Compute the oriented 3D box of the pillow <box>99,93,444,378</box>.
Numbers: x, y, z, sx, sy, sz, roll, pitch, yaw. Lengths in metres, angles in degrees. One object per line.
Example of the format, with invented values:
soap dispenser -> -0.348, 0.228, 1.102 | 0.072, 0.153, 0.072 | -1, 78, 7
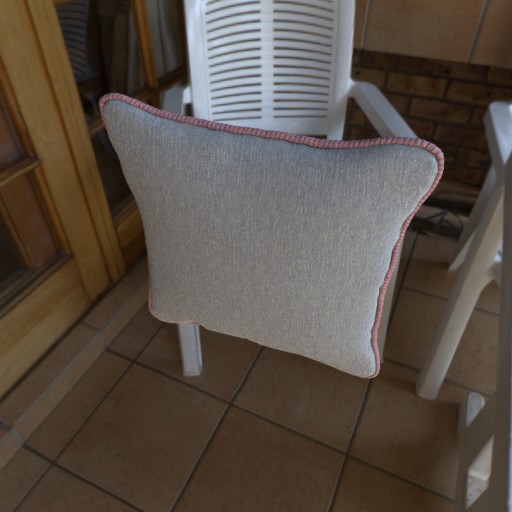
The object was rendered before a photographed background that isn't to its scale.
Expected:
pillow -> 0.000, 0.000, 0.736 | 0.482, 0.491, 0.124 | 13, 43, 14
